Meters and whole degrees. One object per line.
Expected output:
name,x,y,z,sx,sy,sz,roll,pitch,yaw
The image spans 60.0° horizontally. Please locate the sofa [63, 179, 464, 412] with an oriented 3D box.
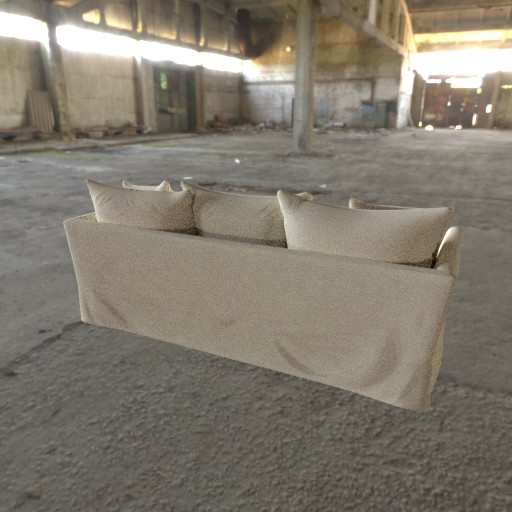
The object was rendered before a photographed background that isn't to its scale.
sofa,0.000,0.000,2.996,2.484,1.042,1.030,9,20,24
